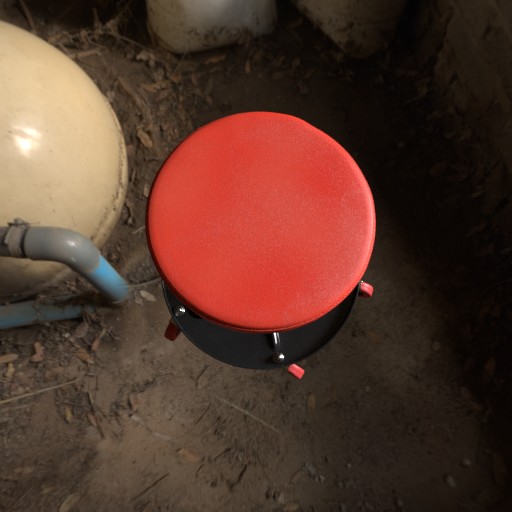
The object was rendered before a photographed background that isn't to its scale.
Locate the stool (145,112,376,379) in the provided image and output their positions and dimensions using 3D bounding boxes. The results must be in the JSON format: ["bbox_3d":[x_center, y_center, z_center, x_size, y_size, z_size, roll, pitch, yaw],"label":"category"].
[{"bbox_3d":[0.000,0.000,0.688,0.381,0.365,0.382,38,78,9],"label":"stool"}]
